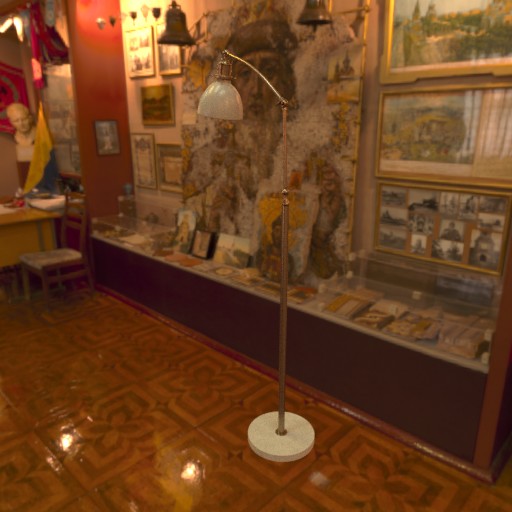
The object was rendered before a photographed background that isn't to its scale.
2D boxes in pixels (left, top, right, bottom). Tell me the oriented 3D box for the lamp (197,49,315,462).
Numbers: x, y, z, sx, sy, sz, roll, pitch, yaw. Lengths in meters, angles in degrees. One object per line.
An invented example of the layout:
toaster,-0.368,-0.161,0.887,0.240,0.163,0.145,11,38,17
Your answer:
lamp,0.000,0.000,1.812,0.288,1.586,0.599,-15,22,-42
